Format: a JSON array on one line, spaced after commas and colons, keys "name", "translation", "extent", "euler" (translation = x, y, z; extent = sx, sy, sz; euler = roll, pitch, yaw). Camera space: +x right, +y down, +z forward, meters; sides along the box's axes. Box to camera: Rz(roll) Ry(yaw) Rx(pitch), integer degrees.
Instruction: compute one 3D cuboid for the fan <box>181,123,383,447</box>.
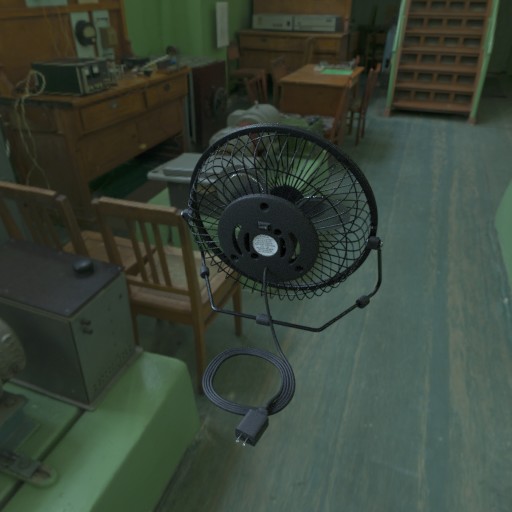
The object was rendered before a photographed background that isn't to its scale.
[{"name": "fan", "translation": [0.000, 0.000, 0.369], "extent": [0.209, 0.188, 0.227], "euler": [10, 33, 15]}]
